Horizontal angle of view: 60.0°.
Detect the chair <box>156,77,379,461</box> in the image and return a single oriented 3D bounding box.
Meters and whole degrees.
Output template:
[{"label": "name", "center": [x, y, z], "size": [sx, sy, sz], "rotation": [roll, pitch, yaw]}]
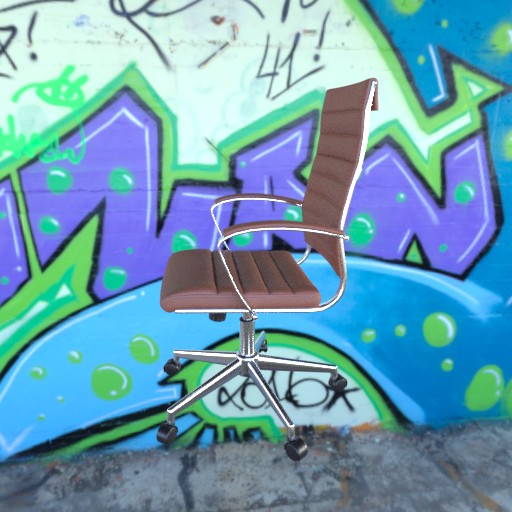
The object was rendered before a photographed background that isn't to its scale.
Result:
[{"label": "chair", "center": [0.000, 0.000, 1.577], "size": [0.739, 1.149, 0.766], "rotation": [-2, 17, -7]}]
